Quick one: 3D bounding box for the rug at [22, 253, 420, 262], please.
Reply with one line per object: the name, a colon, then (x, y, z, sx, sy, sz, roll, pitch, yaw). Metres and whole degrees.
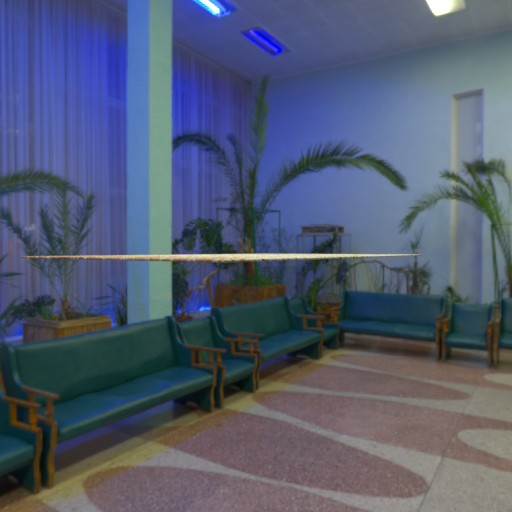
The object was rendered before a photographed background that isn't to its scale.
rug: (0.000, 0.000, 3.046, 1.517, 0.011, 2.435, 1, 1, 36)
